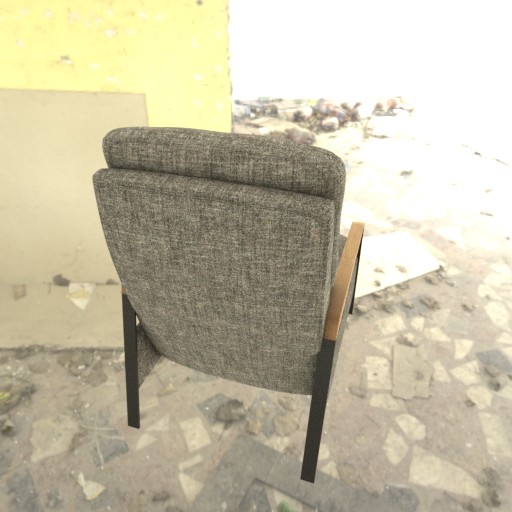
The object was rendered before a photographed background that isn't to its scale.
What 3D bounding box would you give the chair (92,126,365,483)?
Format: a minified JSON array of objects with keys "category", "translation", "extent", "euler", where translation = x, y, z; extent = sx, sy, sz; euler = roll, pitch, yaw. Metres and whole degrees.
[{"category":"chair","translation":[0.000,0.000,1.547],"extent":[0.671,1.042,0.868],"euler":[10,34,15]}]
